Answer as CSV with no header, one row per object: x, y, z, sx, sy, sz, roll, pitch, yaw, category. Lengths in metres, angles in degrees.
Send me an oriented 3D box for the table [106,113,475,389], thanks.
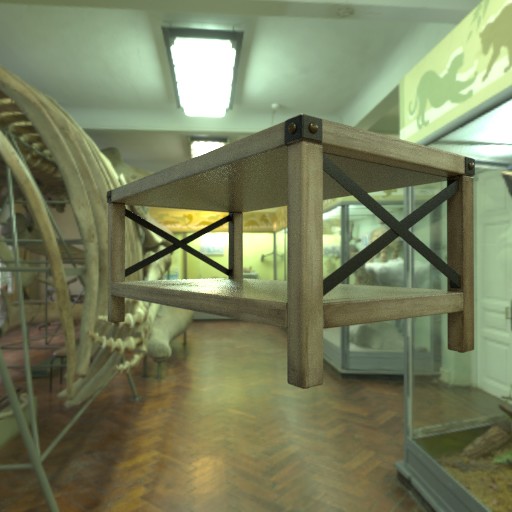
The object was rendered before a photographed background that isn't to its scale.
0.000,0.000,1.283,0.559,0.456,1.016,0,-1,-36,table
